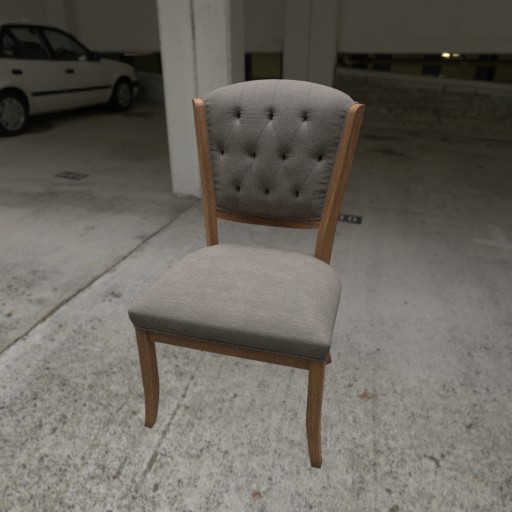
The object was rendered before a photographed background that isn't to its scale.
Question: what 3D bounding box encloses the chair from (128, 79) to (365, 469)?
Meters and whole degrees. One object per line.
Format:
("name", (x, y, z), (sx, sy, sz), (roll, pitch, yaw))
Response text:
("chair", (0.000, 0.000, 1.267), (0.513, 0.905, 0.584), (7, 27, 14))
